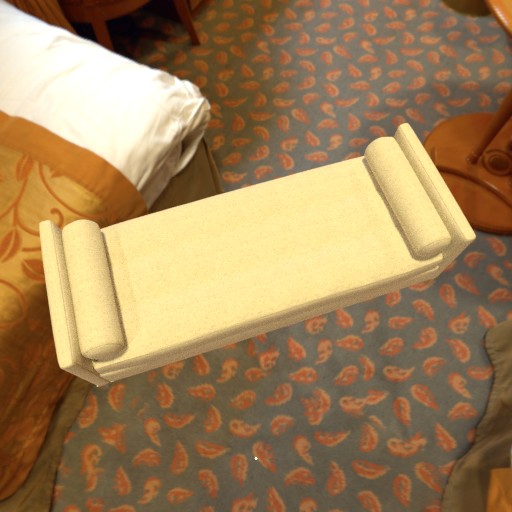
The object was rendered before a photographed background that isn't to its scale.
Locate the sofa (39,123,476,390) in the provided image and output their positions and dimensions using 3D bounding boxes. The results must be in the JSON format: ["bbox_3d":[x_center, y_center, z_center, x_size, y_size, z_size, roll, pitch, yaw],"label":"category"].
[{"bbox_3d":[0.000,0.000,2.519,2.102,0.655,0.797,-17,67,-7],"label":"sofa"}]
